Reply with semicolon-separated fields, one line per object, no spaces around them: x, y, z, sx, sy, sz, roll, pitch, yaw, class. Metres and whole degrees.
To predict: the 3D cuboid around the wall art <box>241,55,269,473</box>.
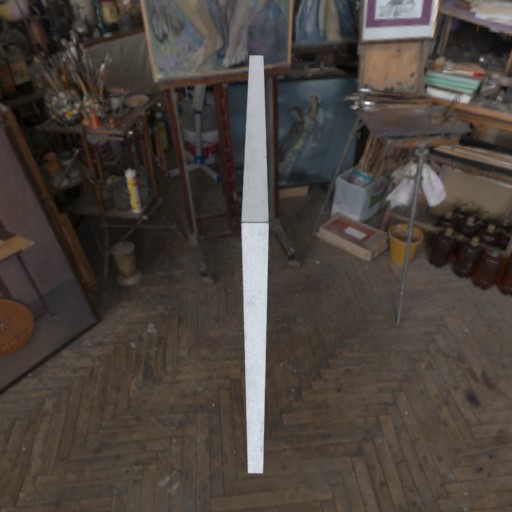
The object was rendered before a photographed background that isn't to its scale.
0.000;0.000;1.141;0.038;0.762;0.762;0;40;0;wall art
